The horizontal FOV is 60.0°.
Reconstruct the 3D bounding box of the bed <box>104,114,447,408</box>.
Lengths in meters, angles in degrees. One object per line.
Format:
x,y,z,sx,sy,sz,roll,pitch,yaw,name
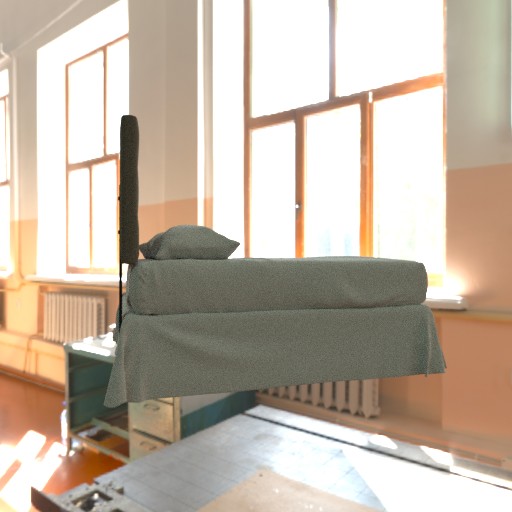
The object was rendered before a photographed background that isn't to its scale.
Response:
0.000,0.000,3.516,2.222,1.577,1.936,0,0,-17,bed
